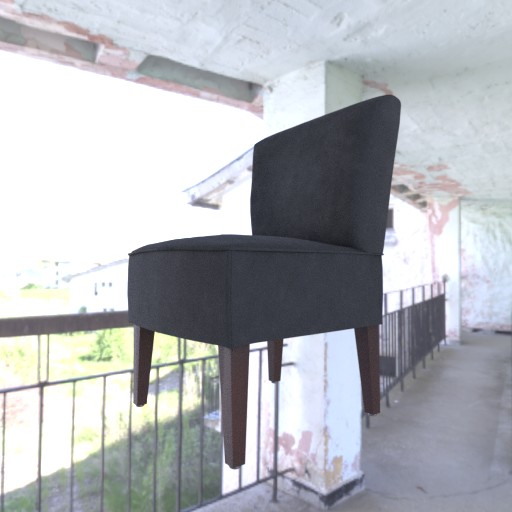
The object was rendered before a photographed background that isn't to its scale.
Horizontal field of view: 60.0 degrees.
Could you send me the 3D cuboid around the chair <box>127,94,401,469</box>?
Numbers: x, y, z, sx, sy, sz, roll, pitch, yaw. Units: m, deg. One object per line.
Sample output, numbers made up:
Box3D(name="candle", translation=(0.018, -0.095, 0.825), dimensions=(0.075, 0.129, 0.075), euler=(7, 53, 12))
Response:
Box3D(name="chair", translation=(0.000, 0.000, 1.148), dimensions=(0.554, 0.806, 0.521), euler=(1, -2, -37))
